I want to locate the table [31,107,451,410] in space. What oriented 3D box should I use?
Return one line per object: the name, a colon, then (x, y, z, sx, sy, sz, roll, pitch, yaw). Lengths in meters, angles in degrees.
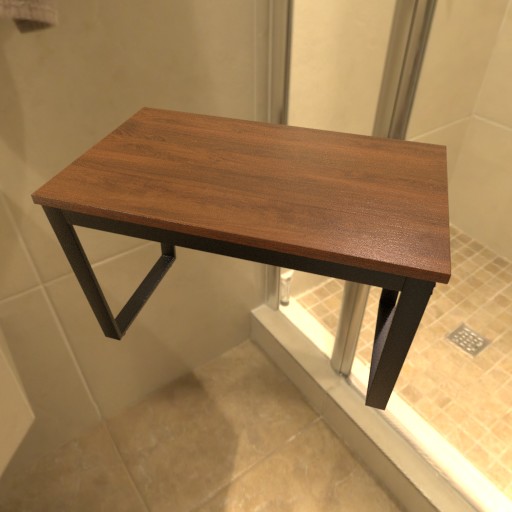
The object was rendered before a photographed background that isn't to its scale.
table: (0.000, 0.000, 1.707, 1.205, 0.760, 0.714, 11, 42, 13)
